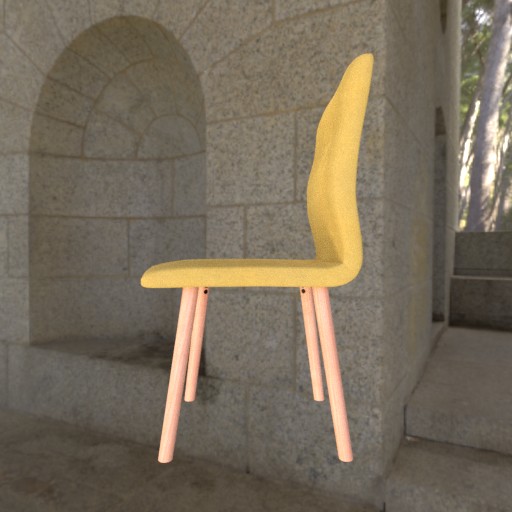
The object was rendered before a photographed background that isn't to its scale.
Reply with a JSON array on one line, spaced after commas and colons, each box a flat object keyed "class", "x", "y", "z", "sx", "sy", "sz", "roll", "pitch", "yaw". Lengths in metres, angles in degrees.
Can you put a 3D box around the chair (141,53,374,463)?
[{"class": "chair", "x": 0.000, "y": 0.000, "z": 1.260, "sx": 0.550, "sy": 0.965, "sz": 0.450, "roll": 0, "pitch": 1, "yaw": -1}]
